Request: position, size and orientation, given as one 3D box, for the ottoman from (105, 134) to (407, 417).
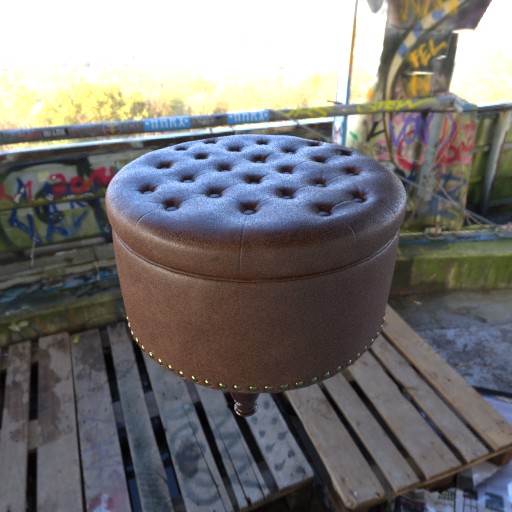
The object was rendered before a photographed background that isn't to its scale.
[{"bbox_3d":[0.000,0.000,1.066,0.637,0.442,0.637,0,30,0],"label":"ottoman"}]
